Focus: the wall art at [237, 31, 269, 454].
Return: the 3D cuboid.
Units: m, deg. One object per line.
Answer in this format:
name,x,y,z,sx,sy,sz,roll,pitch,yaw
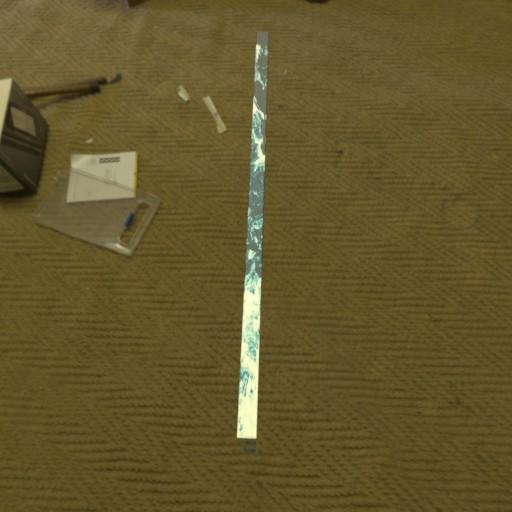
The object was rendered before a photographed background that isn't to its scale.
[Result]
wall art,0.000,0.000,1.903,0.055,1.017,1.524,2,64,1
